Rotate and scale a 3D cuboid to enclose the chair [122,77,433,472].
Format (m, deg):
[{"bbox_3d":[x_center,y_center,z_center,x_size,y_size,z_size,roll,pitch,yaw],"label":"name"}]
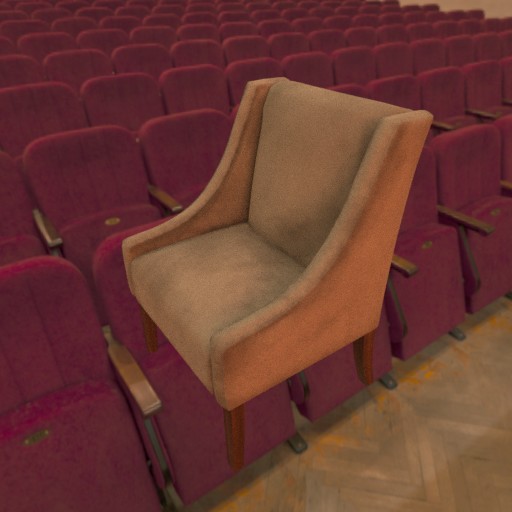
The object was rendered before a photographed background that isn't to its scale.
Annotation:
[{"bbox_3d":[0.000,0.000,1.338,0.629,0.895,0.629,-20,37,-30],"label":"chair"}]
